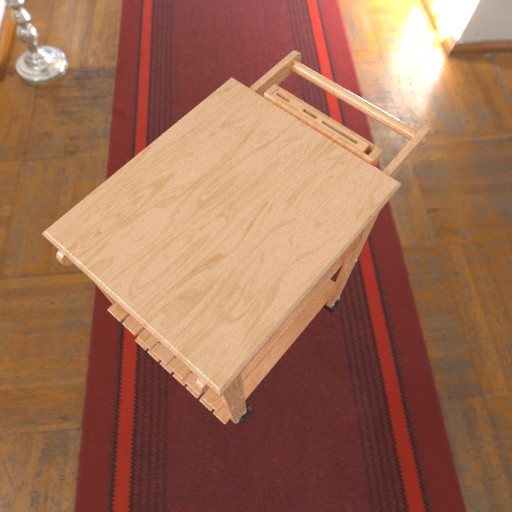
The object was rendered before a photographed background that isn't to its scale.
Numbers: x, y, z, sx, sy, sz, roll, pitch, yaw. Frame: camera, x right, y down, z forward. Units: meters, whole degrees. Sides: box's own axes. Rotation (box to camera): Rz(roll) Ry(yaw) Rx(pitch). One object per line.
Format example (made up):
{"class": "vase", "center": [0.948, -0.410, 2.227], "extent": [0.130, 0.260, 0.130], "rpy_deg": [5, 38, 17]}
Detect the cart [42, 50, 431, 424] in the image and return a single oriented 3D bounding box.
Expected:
{"class": "cart", "center": [0.000, 0.000, 1.368], "extent": [0.520, 0.816, 0.843], "rpy_deg": [37, 69, 17]}
